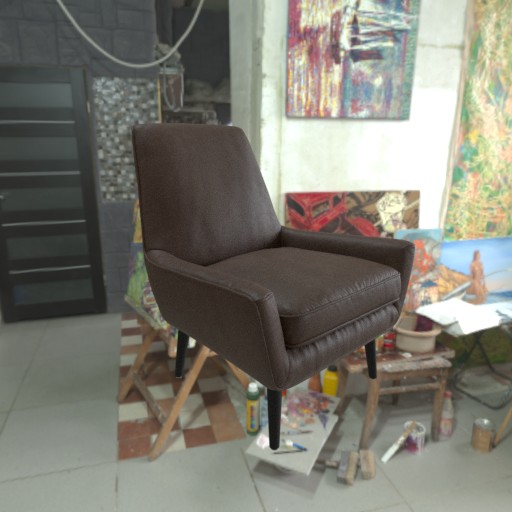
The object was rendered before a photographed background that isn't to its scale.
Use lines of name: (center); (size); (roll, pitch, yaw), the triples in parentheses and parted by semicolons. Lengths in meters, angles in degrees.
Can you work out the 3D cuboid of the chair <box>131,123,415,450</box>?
chair: (0.000, 0.000, 1.526); (0.824, 0.888, 0.787); (14, 20, 43)
